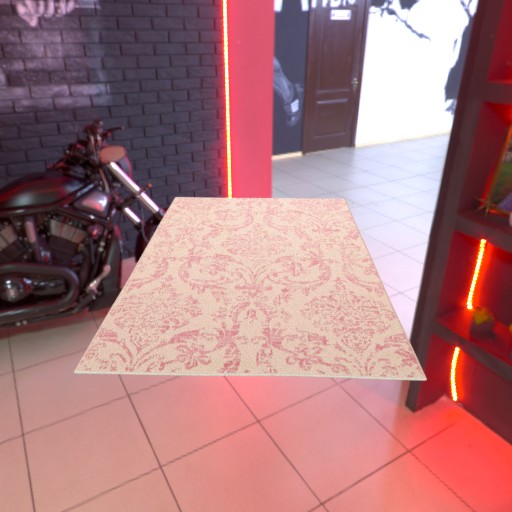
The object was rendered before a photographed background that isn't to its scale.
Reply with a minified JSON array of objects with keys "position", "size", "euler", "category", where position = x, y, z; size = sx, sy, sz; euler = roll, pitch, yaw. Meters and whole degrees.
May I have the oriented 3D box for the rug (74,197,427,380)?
[{"position":[0.000,0.000,2.345],"size":[1.219,0.012,1.839],"euler":[1,27,2],"category":"rug"}]
